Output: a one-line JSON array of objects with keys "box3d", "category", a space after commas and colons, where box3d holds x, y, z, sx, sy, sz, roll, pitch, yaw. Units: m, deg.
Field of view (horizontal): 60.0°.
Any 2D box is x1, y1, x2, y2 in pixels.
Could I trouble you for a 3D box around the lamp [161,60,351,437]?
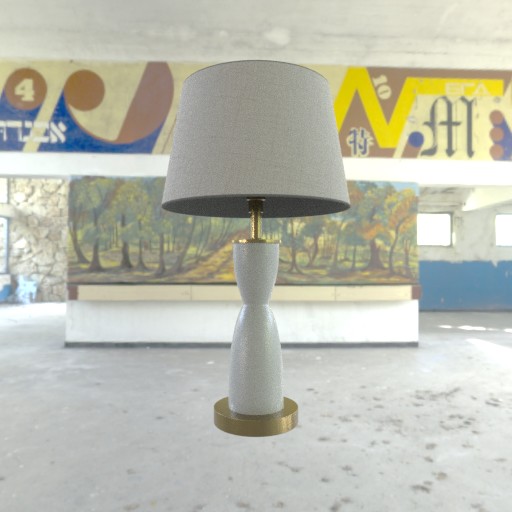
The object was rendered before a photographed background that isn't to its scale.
[{"box3d": [0.000, 0.000, 0.737, 0.309, 0.545, 0.309, 0, -1, 0], "category": "lamp"}]
